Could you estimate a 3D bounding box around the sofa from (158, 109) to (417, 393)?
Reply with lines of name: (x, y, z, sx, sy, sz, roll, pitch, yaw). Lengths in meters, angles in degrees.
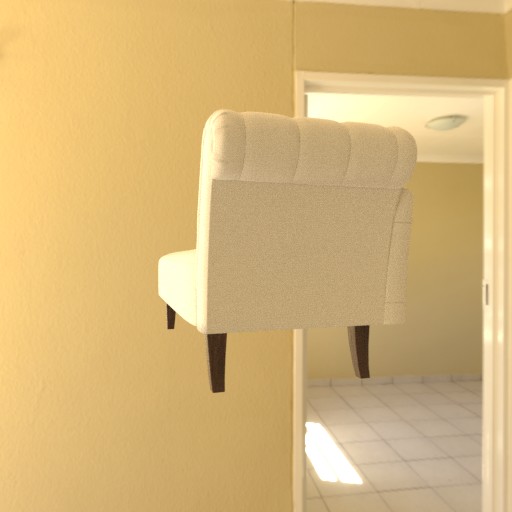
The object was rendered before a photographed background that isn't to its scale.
sofa: (0.000, 0.000, 1.834, 0.675, 0.787, 1.379, 0, 0, -18)
